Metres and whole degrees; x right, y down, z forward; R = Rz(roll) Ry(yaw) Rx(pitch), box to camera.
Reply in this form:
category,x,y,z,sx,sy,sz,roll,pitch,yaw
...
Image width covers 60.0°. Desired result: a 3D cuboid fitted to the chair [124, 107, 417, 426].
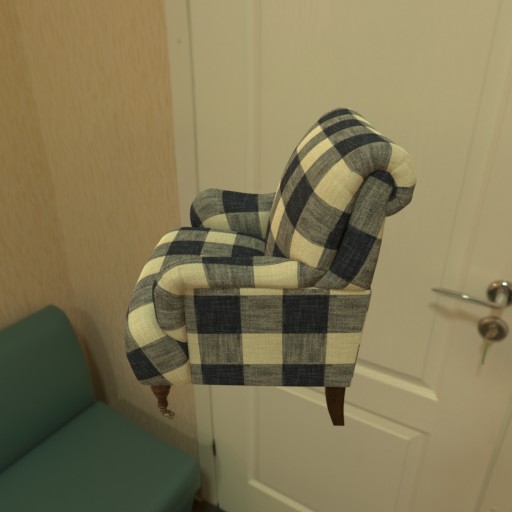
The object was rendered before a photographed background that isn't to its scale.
category,x,y,z,sx,sy,sz,roll,pitch,yaw
chair,0.000,0.000,1.619,0.848,0.953,0.781,1,26,1
